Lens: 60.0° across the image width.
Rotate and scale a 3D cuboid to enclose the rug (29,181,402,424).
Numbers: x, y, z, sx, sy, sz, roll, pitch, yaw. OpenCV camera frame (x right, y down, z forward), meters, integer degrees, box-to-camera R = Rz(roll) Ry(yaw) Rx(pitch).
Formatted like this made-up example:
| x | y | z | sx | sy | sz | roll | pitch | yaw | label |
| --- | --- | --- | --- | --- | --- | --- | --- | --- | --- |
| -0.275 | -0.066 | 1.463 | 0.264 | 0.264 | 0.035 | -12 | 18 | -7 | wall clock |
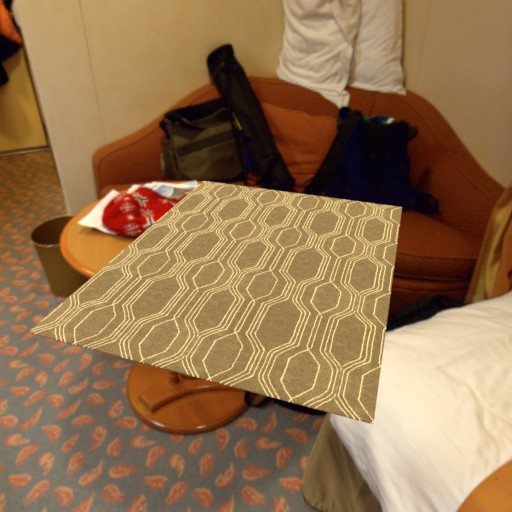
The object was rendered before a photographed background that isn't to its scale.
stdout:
| x | y | z | sx | sy | sz | roll | pitch | yaw | label |
| --- | --- | --- | --- | --- | --- | --- | --- | --- | --- |
| 0.000 | 0.000 | 4.114 | 2.457 | 0.012 | 3.062 | 10 | 33 | 16 | rug |
